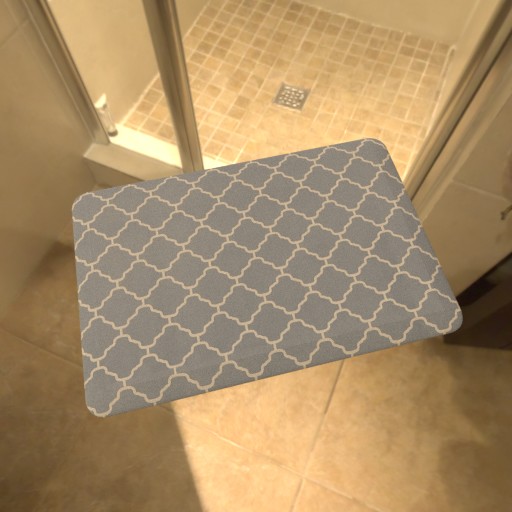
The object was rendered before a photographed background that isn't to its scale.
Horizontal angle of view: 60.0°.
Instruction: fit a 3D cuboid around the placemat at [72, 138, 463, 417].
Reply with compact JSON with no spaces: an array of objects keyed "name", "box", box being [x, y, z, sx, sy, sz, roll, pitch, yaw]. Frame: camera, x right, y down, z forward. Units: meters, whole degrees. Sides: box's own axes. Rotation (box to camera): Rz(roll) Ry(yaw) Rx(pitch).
[{"name":"placemat","box":[0.000,0.000,0.955,0.762,0.021,0.508,-12,65,-6]}]
